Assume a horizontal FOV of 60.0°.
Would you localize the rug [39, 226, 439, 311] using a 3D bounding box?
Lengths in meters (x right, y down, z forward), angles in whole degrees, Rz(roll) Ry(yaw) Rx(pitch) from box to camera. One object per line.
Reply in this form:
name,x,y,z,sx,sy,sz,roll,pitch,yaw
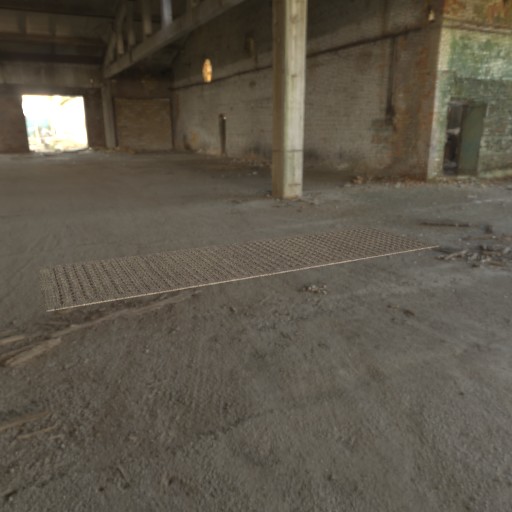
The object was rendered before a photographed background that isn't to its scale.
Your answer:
rug,0.000,0.000,2.774,2.443,0.009,0.706,-8,18,-26
